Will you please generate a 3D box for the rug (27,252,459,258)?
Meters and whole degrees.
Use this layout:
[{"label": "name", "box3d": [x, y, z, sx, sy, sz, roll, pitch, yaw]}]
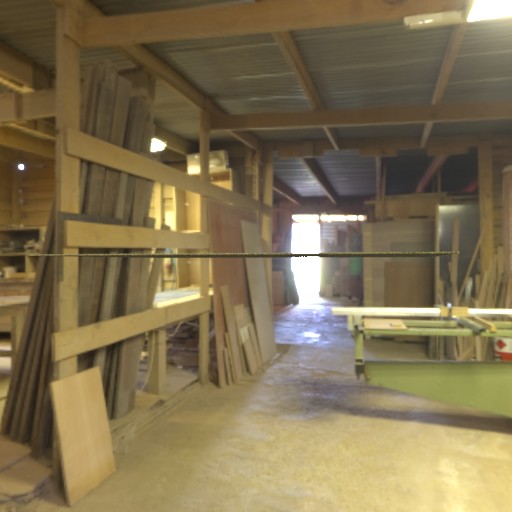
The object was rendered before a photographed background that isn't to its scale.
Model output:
[{"label": "rug", "box3d": [0.000, 0.000, 2.940, 2.297, 0.007, 1.529, 0, -1, 18]}]
